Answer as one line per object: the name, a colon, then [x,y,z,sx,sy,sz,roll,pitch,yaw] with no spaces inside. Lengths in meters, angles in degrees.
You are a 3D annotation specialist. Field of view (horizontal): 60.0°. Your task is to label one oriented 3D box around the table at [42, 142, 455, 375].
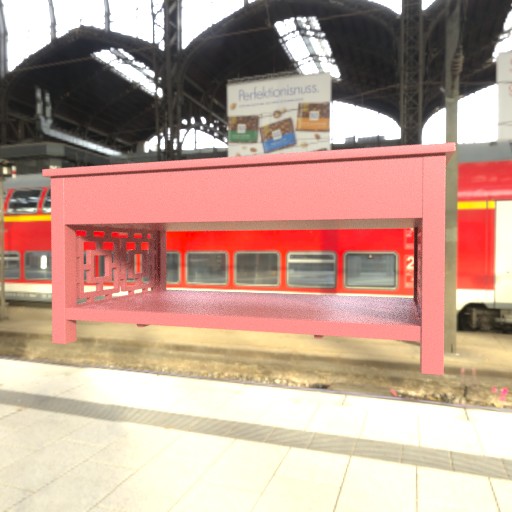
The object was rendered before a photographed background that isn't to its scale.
table: [0.000,0.000,1.381,1.068,0.493,0.612,0,1,18]
